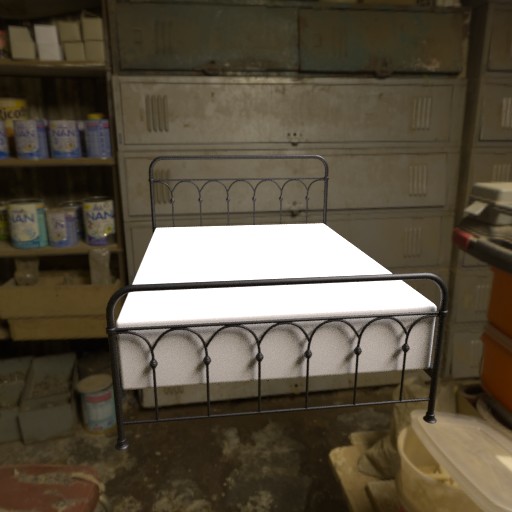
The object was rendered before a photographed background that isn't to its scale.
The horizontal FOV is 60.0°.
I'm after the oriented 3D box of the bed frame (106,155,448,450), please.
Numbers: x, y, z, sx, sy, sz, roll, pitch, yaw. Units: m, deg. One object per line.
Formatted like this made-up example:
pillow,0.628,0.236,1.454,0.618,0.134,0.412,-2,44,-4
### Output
bed frame,0.000,0.000,3.115,1.664,1.276,2.203,-2,16,-7
